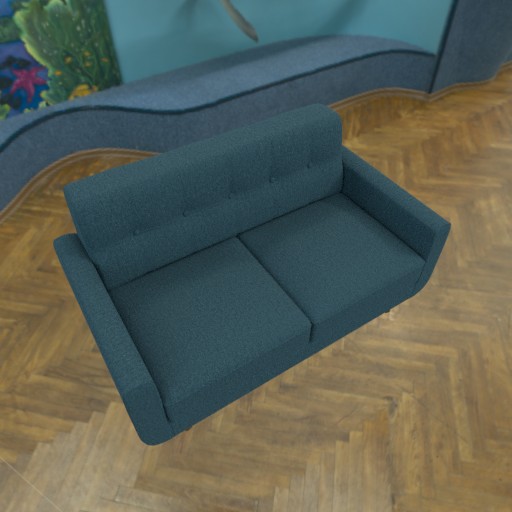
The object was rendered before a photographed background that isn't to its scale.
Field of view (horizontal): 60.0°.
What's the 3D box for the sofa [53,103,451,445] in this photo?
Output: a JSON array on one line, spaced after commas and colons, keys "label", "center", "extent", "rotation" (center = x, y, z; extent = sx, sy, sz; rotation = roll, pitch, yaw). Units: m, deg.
[{"label": "sofa", "center": [0.000, 0.000, 2.178], "extent": [1.651, 0.896, 0.942], "rotation": [-25, 51, -22]}]
